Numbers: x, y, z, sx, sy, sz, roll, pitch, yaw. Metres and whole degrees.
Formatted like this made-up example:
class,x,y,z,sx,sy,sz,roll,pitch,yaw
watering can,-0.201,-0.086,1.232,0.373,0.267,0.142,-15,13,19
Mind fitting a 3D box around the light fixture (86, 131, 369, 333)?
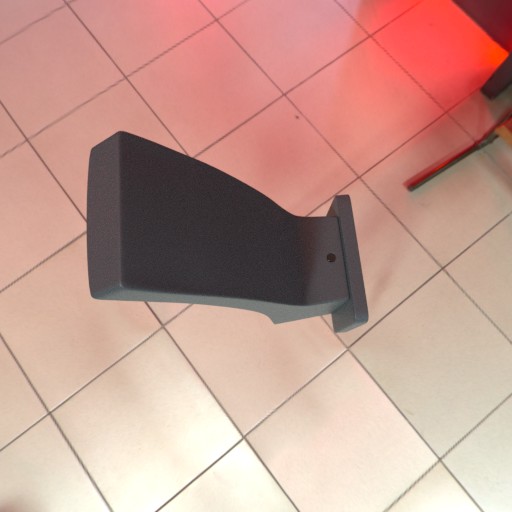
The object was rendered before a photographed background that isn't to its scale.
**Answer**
class,x,y,z,sx,sy,sz,roll,pitch,yaw
light fixture,0.000,0.000,0.329,0.174,0.243,0.108,-5,75,-1
